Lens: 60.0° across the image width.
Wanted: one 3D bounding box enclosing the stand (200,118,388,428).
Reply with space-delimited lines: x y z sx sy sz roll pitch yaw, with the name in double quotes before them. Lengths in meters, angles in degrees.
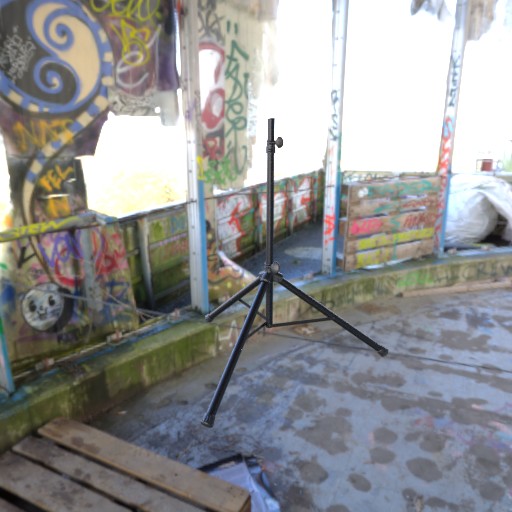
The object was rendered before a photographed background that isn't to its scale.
"stand" 0.000 0.000 1.901 1.045 1.136 0.907 8 18 25
